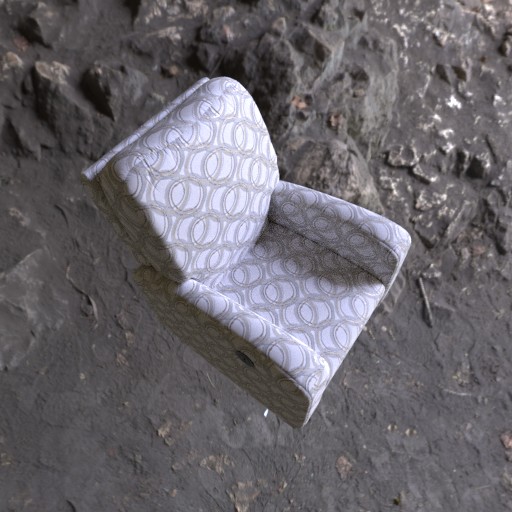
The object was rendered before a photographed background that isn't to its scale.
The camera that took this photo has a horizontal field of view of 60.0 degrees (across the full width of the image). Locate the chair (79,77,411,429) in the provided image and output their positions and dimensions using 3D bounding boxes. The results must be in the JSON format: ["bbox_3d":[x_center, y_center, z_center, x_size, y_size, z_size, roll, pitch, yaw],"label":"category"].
[{"bbox_3d":[0.000,0.000,1.793,0.995,1.065,0.796,31,62,19],"label":"chair"}]
